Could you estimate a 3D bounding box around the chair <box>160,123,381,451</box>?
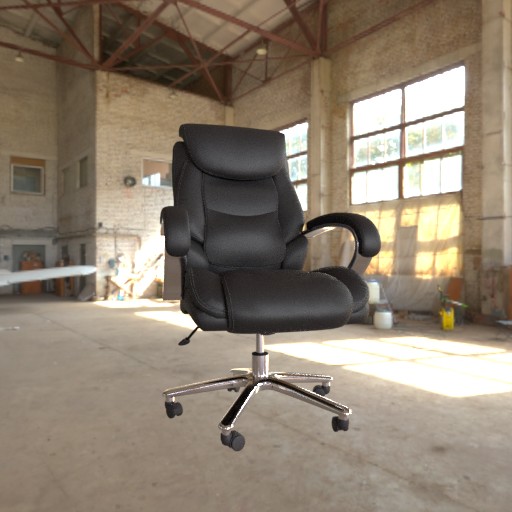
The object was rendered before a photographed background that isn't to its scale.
[{"bbox_3d":[0.000,0.000,1.707,0.755,1.183,0.790,0,-1,-18],"label":"chair"}]
